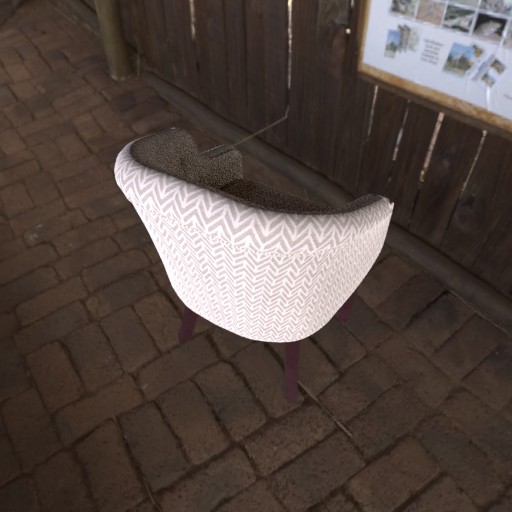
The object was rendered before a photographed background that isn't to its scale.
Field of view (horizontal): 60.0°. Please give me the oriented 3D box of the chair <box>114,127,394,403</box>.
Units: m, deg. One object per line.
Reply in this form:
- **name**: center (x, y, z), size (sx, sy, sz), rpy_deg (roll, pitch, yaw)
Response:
- **chair**: center (0.000, 0.000, 1.344), size (0.686, 0.858, 0.613), rpy_deg (23, 50, 21)
